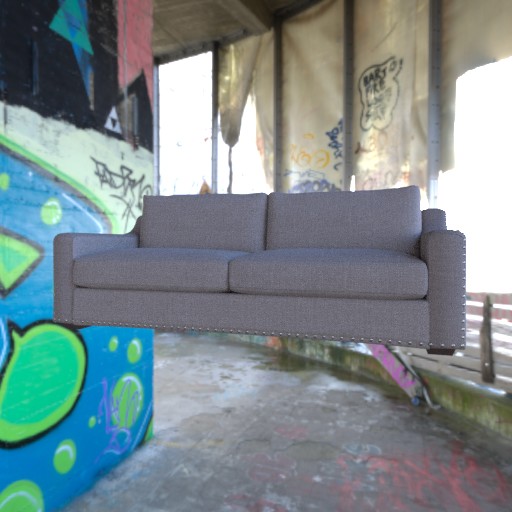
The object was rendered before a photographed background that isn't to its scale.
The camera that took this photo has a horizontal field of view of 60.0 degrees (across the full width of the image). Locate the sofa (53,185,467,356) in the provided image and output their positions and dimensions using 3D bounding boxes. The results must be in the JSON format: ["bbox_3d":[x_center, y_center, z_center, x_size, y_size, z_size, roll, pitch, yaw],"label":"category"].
[{"bbox_3d":[0.000,0.000,2.681,2.208,0.857,1.000,1,2,18],"label":"sofa"}]
